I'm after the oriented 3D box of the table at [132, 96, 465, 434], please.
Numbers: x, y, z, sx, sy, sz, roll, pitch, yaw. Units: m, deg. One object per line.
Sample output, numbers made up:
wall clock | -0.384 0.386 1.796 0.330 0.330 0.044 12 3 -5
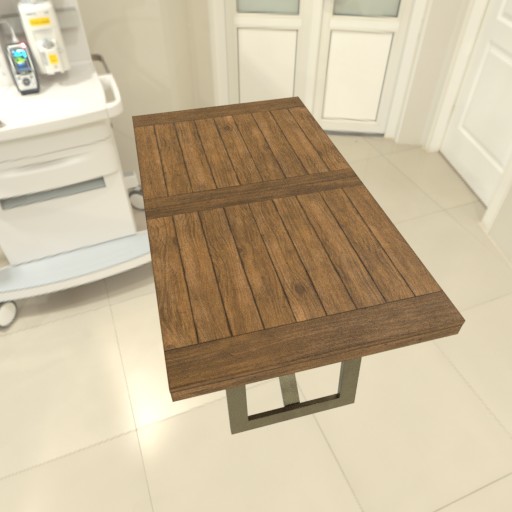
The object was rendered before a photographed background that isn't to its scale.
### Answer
table | 0.000 0.000 2.142 0.931 0.757 1.641 -10 45 -10
